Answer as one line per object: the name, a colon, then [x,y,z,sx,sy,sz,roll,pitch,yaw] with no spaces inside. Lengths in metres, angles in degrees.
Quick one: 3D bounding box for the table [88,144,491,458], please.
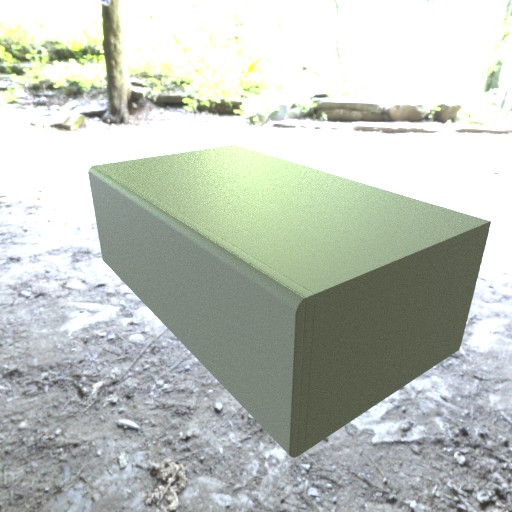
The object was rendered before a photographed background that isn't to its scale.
table: [0.000,0.000,1.394,0.639,0.442,1.097,-18,31,-32]
